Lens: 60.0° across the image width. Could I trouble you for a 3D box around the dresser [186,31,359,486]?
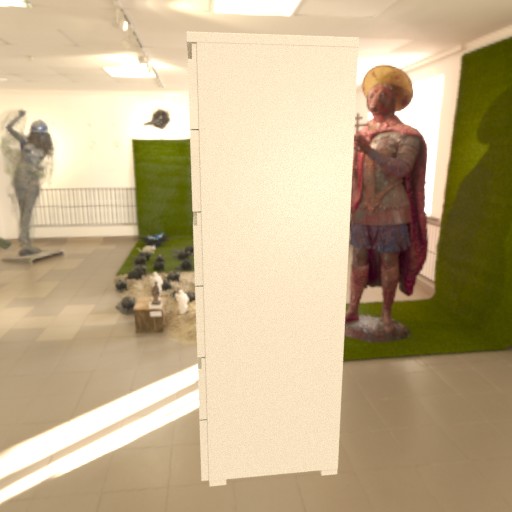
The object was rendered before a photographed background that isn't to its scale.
[{"bbox_3d":[0.000,0.000,1.462,0.400,1.190,0.650,-2,13,-7],"label":"dresser"}]
